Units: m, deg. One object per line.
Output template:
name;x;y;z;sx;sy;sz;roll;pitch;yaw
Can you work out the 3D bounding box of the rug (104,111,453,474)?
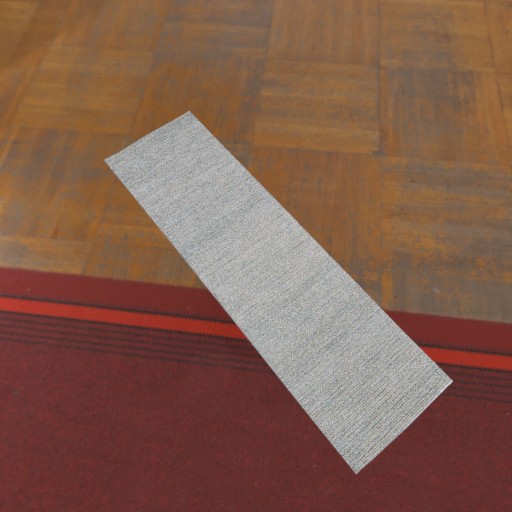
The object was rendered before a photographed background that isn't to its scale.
rug;0.000;0.000;2.541;0.675;0.037;2.341;-35;68;-16
